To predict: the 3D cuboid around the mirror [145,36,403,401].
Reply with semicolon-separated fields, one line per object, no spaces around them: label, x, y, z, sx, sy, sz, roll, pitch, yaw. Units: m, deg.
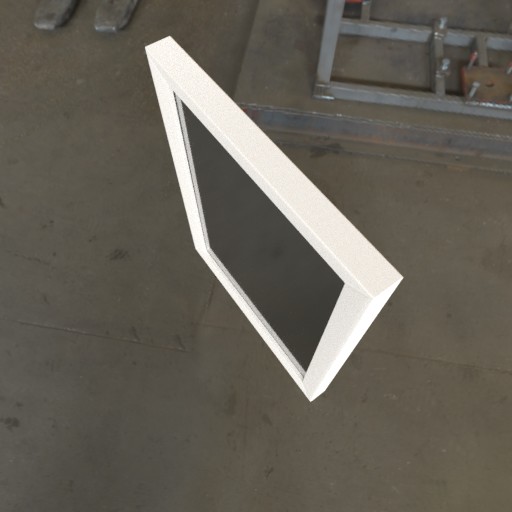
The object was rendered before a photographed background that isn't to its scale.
mirror;0.000;0.000;0.690;0.041;0.508;0.405;-33;67;-16
